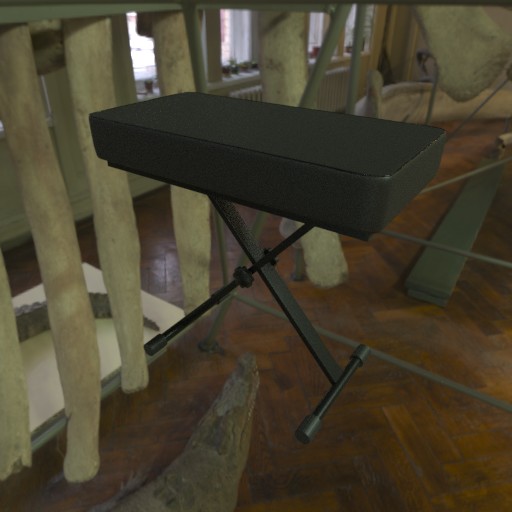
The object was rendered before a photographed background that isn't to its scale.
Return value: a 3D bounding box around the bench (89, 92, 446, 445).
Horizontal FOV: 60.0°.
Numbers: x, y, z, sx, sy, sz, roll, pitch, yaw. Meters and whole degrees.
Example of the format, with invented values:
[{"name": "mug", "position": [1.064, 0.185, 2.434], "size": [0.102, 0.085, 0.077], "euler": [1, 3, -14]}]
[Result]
[{"name": "bench", "position": [0.000, 0.000, 0.938], "size": [0.600, 0.561, 0.300], "euler": [20, 36, 30]}]
